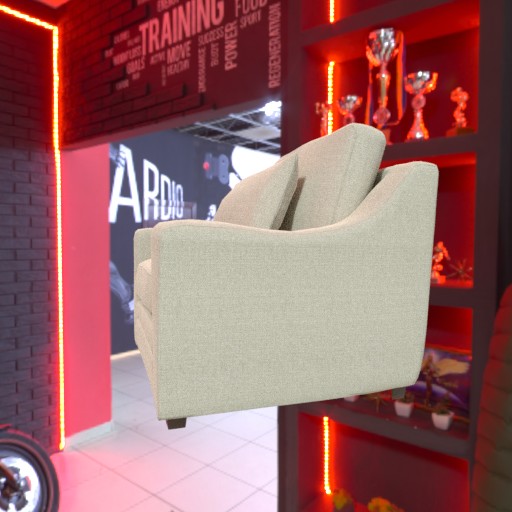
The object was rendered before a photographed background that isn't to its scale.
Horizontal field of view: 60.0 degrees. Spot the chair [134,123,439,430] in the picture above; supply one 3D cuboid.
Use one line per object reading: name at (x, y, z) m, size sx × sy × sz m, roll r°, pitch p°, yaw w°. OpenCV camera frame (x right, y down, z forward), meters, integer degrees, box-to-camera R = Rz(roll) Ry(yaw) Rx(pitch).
chair at (0.000, 0.000, 1.971) m, size 1.009 × 1.016 × 1.178 m, roll -1°, pitch 2°, yaw -19°
